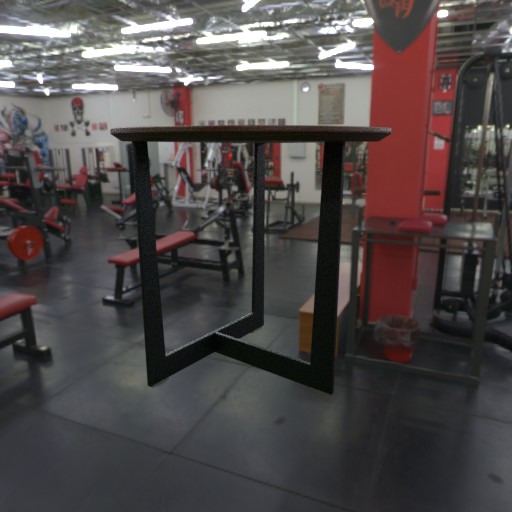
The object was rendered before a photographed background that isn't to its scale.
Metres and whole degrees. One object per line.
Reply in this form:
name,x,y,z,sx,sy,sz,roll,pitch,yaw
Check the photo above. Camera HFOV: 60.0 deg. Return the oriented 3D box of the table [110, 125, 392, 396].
table,0.000,0.000,0.874,0.494,0.476,0.477,7,16,26
